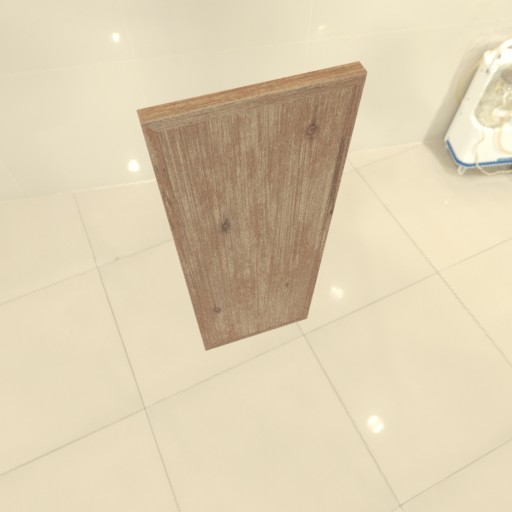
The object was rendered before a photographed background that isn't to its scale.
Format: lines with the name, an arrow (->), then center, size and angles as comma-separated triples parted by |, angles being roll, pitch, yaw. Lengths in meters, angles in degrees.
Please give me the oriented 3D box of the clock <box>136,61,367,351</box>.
clock -> 0.000, 0.000, 1.084 | 0.361, 0.965, 0.030 | -16, 60, -10
